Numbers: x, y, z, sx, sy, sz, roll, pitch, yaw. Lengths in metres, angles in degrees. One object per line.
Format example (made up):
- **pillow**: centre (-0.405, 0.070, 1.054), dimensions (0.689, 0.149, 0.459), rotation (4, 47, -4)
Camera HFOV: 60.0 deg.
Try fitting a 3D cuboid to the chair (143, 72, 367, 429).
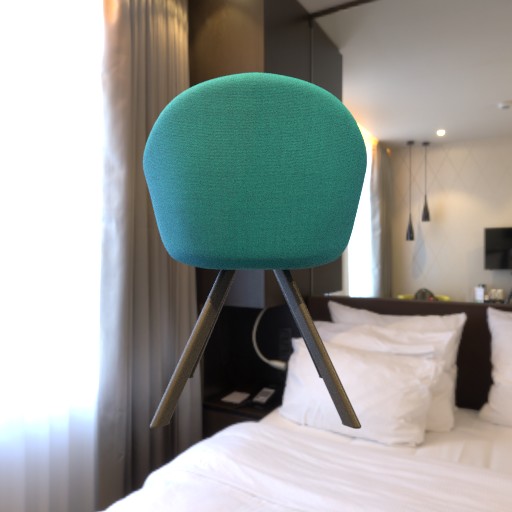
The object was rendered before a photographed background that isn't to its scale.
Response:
- **chair**: centre (0.000, 0.000, 1.203), dimensions (0.590, 0.795, 0.550), rotation (0, 0, 0)
